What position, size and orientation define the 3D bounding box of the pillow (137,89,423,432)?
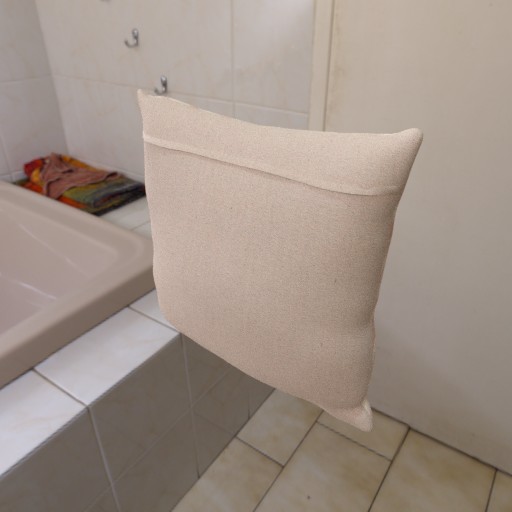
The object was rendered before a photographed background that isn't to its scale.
[{"bbox_3d":[0.000,0.000,0.659,0.440,0.441,0.182,21,37,31],"label":"pillow"}]
